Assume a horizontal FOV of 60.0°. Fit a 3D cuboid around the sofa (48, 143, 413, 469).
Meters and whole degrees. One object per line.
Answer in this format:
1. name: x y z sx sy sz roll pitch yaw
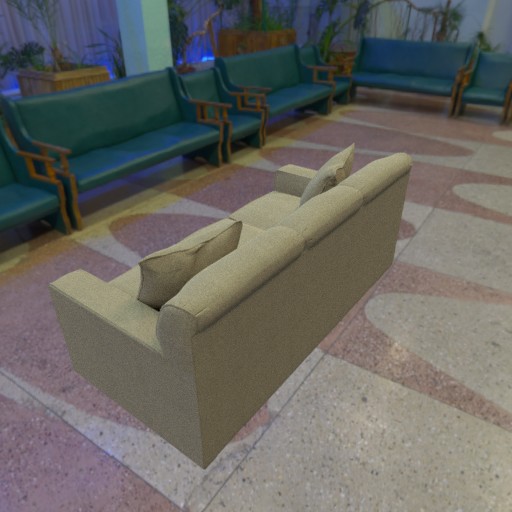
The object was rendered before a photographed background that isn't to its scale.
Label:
1. sofa: 0.000 0.000 2.567 0.997 0.958 2.024 22 38 31
